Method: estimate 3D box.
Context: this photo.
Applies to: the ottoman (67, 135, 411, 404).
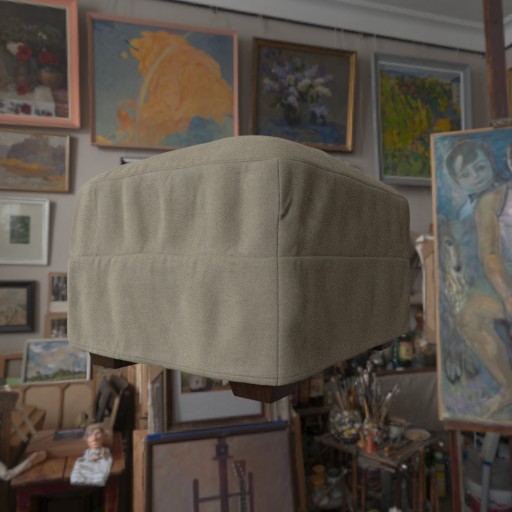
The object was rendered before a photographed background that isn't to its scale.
[{"bbox_3d":[0.000,0.000,1.078,0.584,0.480,0.712,0,-1,35],"label":"ottoman"}]
